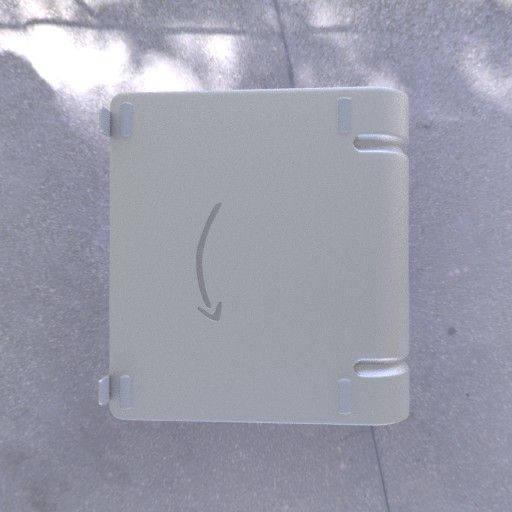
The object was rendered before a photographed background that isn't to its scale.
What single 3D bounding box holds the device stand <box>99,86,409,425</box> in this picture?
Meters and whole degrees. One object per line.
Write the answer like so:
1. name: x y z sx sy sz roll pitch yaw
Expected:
1. device stand: 0.000 0.000 0.389 0.236 0.155 0.256 0 90 1
